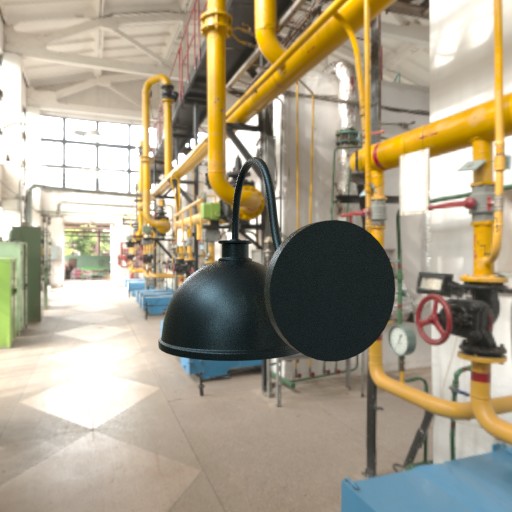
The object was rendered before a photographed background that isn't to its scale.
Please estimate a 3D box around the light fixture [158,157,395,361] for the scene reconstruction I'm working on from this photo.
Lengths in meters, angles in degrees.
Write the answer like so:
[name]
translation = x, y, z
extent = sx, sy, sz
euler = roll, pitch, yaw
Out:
[light fixture]
translation = 0.000, 0.000, 0.646
extent = 0.253, 0.295, 0.467
euler = 0, 0, -19
